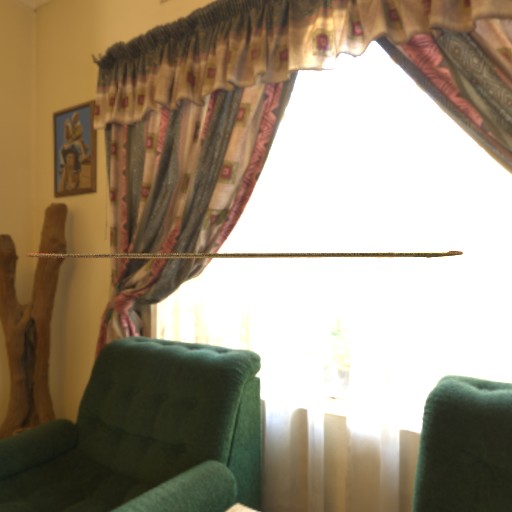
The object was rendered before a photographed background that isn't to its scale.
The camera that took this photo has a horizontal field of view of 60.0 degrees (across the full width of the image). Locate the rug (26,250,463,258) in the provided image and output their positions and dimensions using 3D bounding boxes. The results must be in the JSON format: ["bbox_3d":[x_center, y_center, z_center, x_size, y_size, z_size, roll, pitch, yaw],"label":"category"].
[{"bbox_3d":[0.000,0.000,2.295,1.838,0.019,1.220,0,-1,18],"label":"rug"}]
